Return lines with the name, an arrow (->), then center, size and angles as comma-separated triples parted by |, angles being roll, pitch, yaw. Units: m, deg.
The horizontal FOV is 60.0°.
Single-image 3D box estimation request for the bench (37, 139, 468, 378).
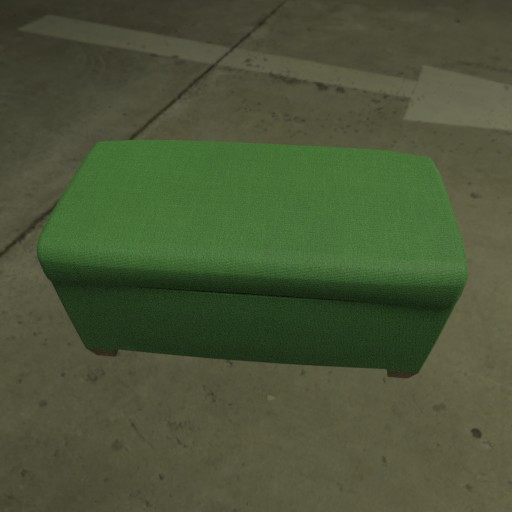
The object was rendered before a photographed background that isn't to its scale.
bench -> 0.000, 0.000, 1.294 | 0.989, 0.501, 0.505 | 3, 47, 3
